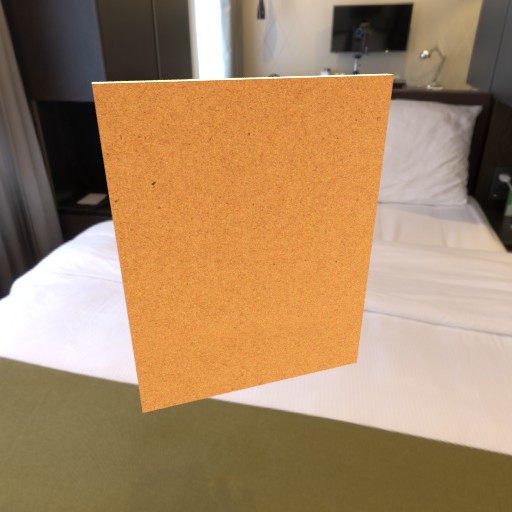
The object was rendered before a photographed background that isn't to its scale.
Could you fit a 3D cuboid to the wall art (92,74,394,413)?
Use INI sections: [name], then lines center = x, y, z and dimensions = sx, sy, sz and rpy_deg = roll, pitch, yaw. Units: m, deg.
[wall art]
center = 0.000, 0.000, 0.821
dimensions = 0.481, 0.613, 0.020
rpy_deg = -8, 28, -16
